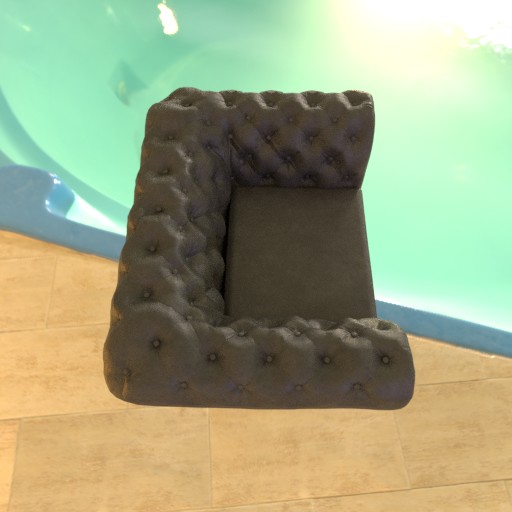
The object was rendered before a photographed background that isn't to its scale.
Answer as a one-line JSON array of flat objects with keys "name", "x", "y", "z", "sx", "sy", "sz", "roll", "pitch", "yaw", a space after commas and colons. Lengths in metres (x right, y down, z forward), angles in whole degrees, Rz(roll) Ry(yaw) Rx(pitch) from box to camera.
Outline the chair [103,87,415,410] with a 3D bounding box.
[{"name": "chair", "x": 0.000, "y": 0.000, "z": 1.840, "sx": 0.943, "sy": 0.780, "sz": 1.298, "roll": 1, "pitch": 61, "yaw": 1}]
